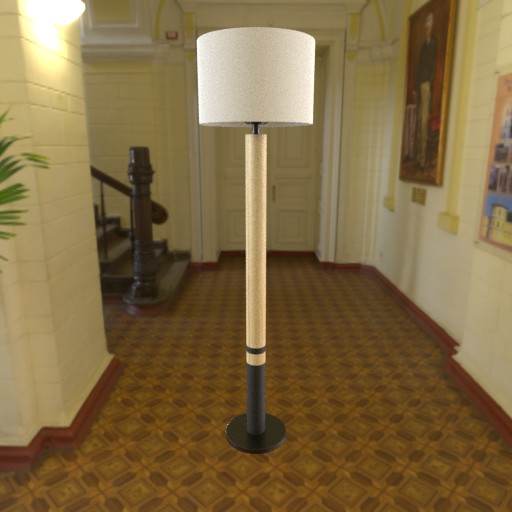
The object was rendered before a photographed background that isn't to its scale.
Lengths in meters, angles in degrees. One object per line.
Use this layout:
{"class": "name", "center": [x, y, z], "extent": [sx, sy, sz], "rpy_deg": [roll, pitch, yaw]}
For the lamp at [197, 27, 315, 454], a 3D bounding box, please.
{"class": "lamp", "center": [0.000, 0.000, 1.611], "extent": [0.381, 1.478, 0.381], "rpy_deg": [13, 19, 43]}
